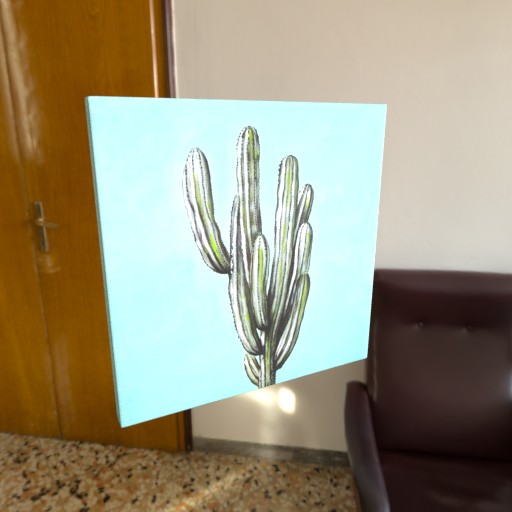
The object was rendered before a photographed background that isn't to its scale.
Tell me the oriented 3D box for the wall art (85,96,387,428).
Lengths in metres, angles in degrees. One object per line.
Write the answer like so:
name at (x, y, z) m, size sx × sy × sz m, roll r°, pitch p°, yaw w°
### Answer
wall art at (0.000, 0.000, 1.160) m, size 0.765 × 0.766 × 0.054 m, roll -8°, pitch 18°, yaw -26°
